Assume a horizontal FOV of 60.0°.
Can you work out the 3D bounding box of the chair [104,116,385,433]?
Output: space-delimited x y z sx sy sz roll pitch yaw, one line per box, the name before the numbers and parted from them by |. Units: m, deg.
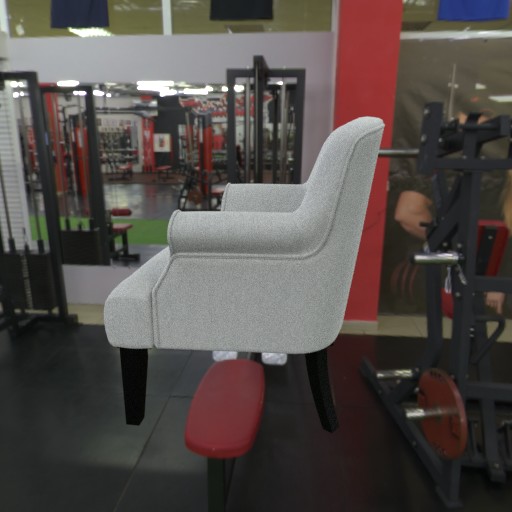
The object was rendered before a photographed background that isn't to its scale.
chair | 0.000 0.000 1.474 0.750 0.875 0.781 2 15 8
